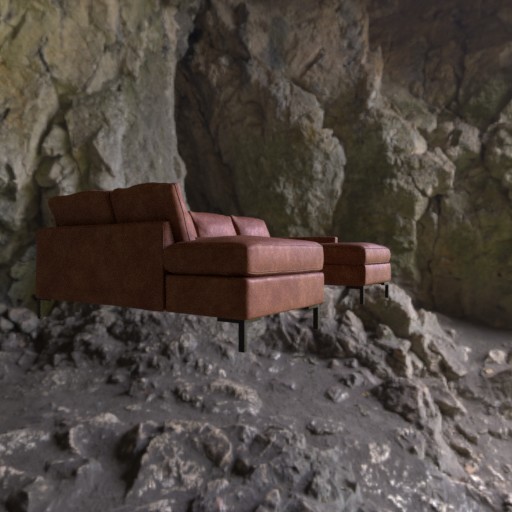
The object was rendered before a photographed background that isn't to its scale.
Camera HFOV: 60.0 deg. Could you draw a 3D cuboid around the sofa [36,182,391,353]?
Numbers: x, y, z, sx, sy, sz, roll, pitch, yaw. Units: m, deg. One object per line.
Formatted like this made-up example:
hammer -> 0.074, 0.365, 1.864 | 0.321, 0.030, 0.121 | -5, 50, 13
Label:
sofa -> 0.000, 0.000, 3.874 | 1.939, 0.900, 2.956 | 0, 1, 35
